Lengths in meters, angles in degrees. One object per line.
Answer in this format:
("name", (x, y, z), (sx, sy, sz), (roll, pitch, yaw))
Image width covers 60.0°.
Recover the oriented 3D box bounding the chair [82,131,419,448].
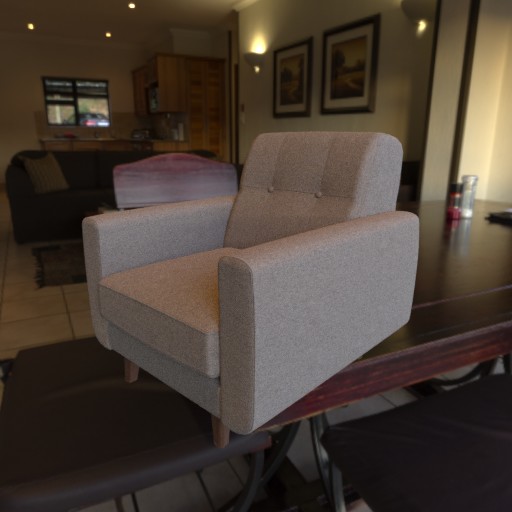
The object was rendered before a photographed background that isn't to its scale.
("chair", (0.000, 0.000, 1.545), (0.831, 0.839, 0.907), (14, 21, 42))
